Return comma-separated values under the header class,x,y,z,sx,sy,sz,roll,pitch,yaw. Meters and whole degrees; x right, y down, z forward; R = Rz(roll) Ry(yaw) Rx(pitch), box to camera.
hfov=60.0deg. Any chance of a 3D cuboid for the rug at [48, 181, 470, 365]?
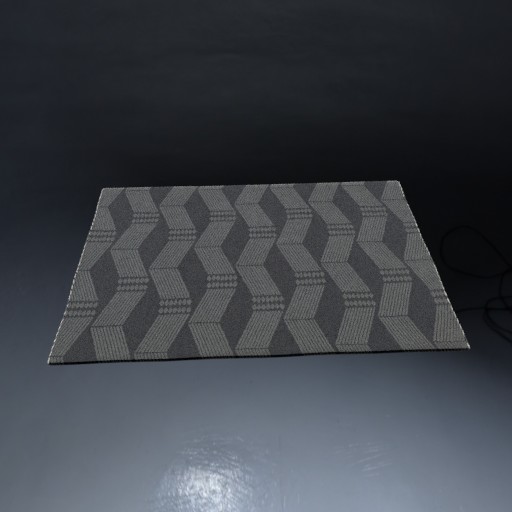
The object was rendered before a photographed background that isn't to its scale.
class,x,y,z,sx,sy,sz,roll,pitch,yaw
rug,0.000,0.000,2.328,1.833,0.016,1.210,-2,47,-2
